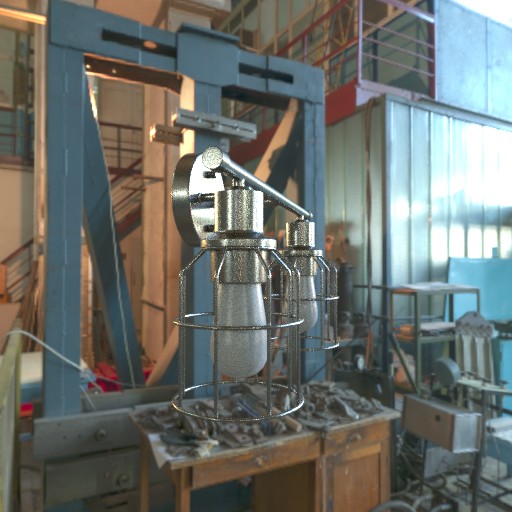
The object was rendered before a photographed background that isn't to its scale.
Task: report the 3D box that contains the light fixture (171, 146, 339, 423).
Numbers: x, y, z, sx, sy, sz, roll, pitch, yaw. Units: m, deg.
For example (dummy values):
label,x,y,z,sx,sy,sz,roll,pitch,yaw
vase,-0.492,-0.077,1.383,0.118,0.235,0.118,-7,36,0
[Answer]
label,x,y,z,sx,sy,sz,roll,pitch,yaw
light fixture,0.000,0.000,0.528,0.165,0.254,0.406,0,-1,16
